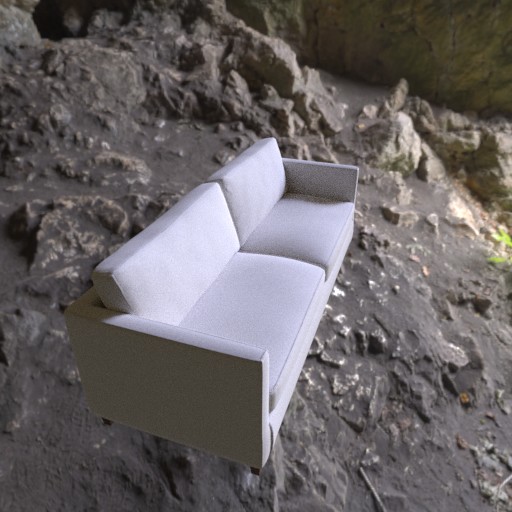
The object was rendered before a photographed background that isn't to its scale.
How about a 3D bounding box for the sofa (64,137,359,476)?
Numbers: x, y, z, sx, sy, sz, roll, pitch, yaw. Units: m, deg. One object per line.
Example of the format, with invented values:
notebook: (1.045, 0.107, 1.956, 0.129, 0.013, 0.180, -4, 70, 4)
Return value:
sofa: (0.000, 0.000, 2.839, 0.951, 0.962, 2.361, 10, 32, 17)
